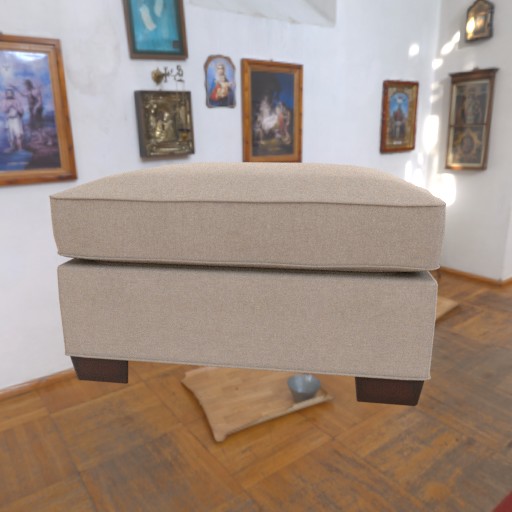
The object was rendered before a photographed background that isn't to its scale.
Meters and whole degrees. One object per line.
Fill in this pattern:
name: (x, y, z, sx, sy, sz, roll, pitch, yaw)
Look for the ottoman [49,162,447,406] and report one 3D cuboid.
ottoman: (0.000, 0.000, 1.239, 0.846, 0.503, 0.617, 2, 15, 8)
